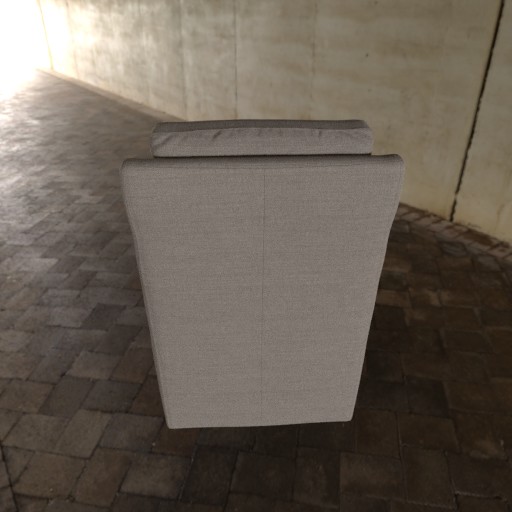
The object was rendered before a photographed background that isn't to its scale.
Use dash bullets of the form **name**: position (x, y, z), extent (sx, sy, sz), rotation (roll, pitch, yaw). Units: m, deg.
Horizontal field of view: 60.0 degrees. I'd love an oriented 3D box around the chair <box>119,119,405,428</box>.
- **chair**: position (0.000, 0.000, 1.379), extent (0.626, 0.914, 0.694), rotation (-1, 29, -3)
